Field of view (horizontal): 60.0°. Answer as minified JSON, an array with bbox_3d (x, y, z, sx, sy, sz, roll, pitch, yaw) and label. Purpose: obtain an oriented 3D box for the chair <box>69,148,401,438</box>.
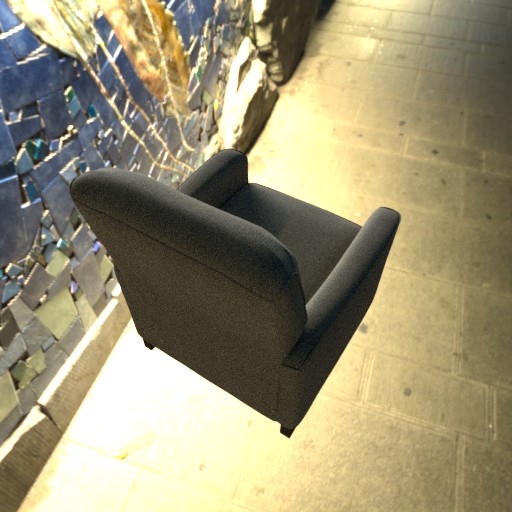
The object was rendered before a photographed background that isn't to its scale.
[{"bbox_3d":[0.000,0.000,1.657,0.841,1.028,0.858,25,53,21],"label":"chair"}]
